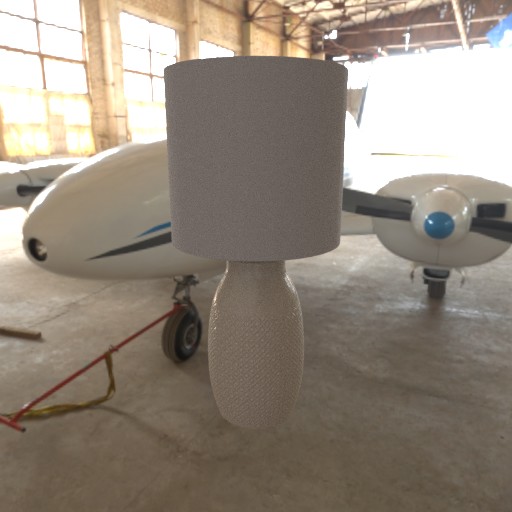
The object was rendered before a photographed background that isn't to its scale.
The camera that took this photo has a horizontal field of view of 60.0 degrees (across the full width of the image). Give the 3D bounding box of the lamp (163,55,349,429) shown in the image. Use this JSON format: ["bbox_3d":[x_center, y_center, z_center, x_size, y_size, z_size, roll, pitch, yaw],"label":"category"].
[{"bbox_3d":[0.000,0.000,0.585,0.217,0.453,0.217,-7,16,-26],"label":"lamp"}]
